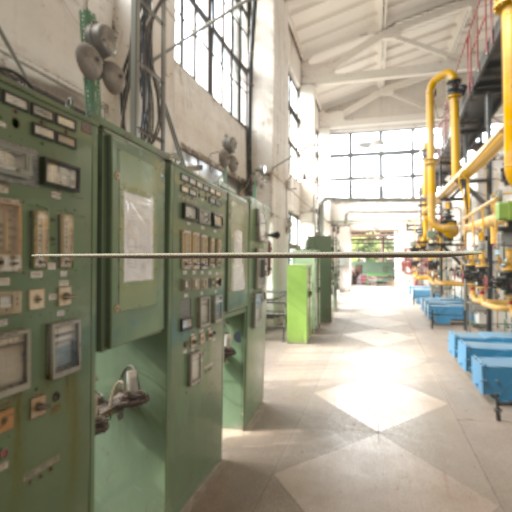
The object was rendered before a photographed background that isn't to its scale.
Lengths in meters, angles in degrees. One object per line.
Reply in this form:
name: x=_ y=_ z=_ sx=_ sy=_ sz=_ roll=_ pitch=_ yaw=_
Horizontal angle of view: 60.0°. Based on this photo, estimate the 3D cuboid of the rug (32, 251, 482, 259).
rug: x=0.000 y=0.000 z=1.439 sx=1.219 sy=0.007 sz=0.604 roll=0 pitch=-1 yaw=16
